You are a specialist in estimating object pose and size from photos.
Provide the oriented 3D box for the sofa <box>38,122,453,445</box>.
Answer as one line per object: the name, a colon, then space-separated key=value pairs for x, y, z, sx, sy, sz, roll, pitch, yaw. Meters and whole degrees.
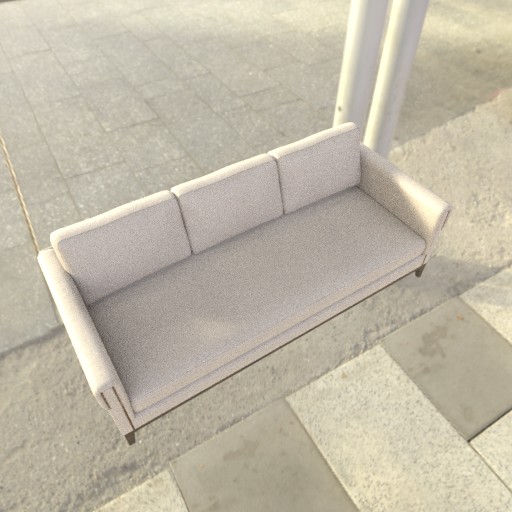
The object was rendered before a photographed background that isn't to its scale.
sofa: x=0.000 y=0.000 z=2.678 sx=2.210 sy=0.838 sz=0.959 roll=-25 pitch=52 yaw=-22
